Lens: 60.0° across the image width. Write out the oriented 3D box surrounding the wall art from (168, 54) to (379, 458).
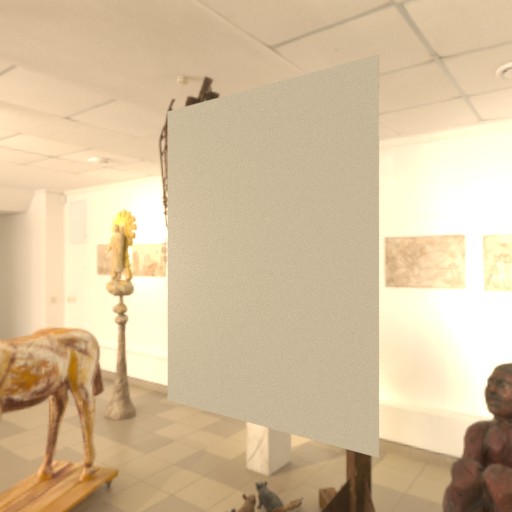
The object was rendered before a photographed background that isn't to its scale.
[{"bbox_3d":[0.000,0.000,0.803,0.457,0.609,0.003,0,0,36],"label":"wall art"}]
